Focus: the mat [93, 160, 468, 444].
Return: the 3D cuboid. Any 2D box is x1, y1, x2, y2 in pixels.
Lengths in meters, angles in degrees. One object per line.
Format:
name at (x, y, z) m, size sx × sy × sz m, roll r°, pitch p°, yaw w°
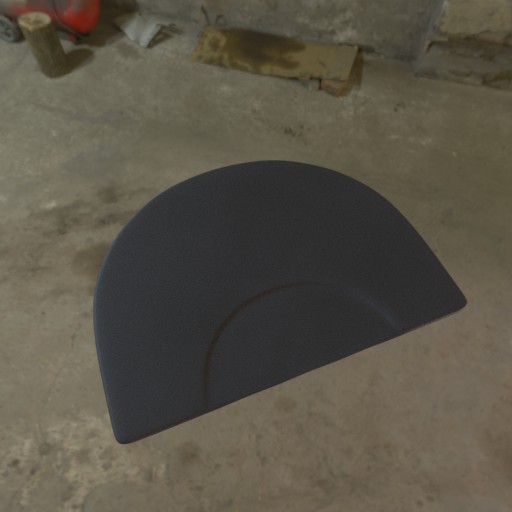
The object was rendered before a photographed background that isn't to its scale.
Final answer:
mat at (0.000, 0.000, 1.610) m, size 1.220 × 0.016 × 0.917 m, roll -19°, pitch 60°, yaw -11°
